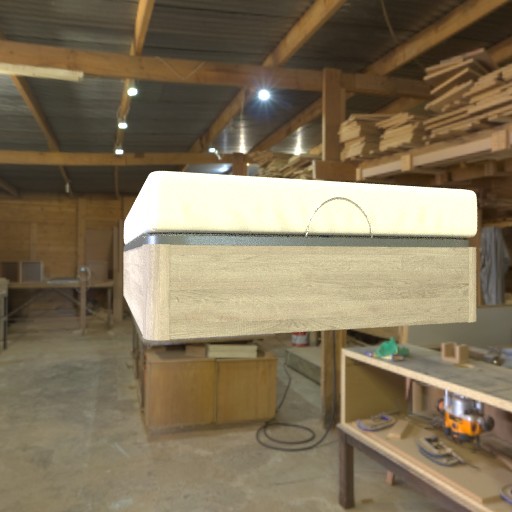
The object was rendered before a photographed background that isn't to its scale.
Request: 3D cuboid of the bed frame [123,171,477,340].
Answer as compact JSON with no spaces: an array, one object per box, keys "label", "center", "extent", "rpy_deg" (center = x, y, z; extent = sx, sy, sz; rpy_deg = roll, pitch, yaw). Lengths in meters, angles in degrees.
[{"label":"bed frame","center":[0.000,0.000,2.548],"extent":[1.400,0.561,1.900],"rpy_deg":[0,0,-19]}]
